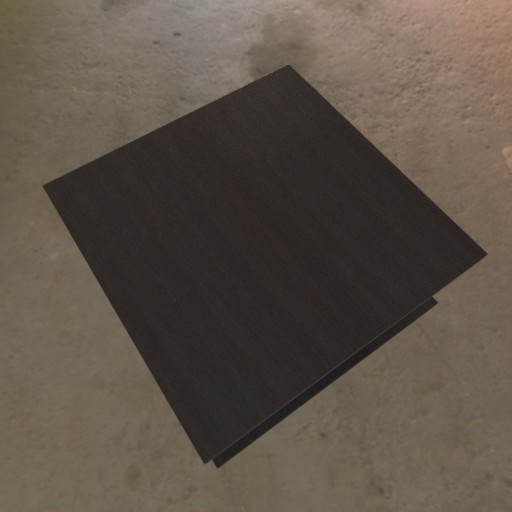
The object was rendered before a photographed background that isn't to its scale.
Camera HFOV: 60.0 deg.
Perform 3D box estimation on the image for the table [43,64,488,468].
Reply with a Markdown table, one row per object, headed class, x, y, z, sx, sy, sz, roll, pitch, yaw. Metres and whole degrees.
| class | x | y | z | sx | sy | sz | roll | pitch | yaw |
| --- | --- | --- | --- | --- | --- | --- | --- | --- | --- |
| table | 0.000 | 0.000 | 1.231 | 0.762 | 0.396 | 0.762 | -32 | 67 | -15 |
